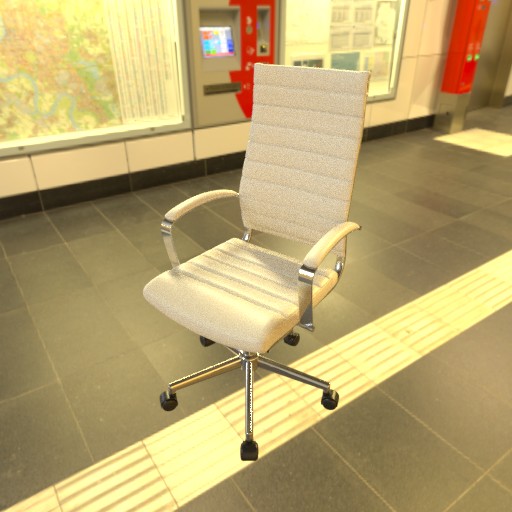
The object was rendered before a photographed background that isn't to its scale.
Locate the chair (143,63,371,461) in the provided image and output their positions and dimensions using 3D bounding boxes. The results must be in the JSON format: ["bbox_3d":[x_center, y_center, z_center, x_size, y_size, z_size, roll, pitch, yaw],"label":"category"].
[{"bbox_3d":[0.000,0.000,1.518,0.679,1.149,0.679,19,34,30],"label":"chair"}]
